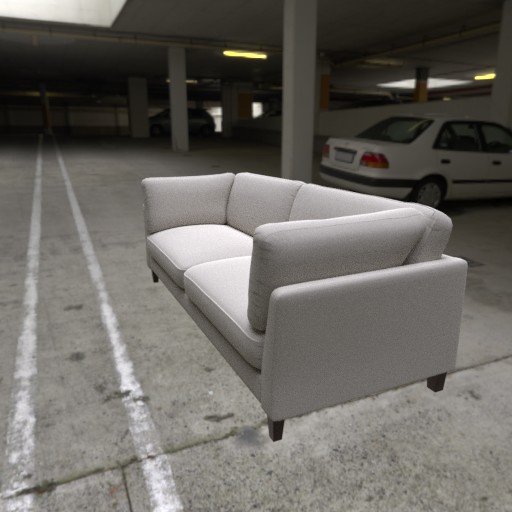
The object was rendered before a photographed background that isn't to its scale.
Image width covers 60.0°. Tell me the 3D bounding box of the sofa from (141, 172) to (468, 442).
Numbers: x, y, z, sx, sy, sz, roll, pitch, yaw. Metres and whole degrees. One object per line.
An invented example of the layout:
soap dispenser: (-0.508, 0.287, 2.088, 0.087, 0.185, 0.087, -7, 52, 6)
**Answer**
sofa: (0.000, 0.000, 2.697, 0.957, 0.863, 2.301, -7, 16, -24)
